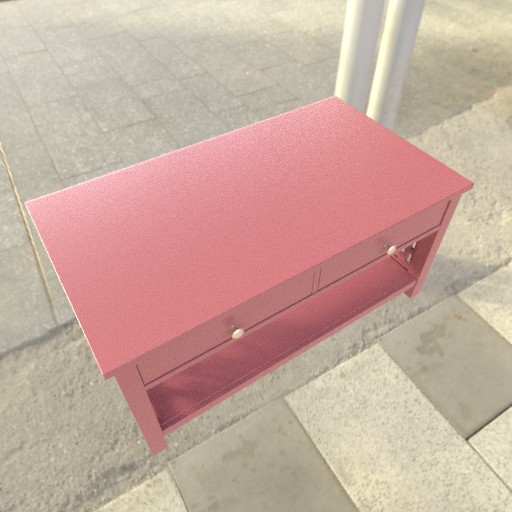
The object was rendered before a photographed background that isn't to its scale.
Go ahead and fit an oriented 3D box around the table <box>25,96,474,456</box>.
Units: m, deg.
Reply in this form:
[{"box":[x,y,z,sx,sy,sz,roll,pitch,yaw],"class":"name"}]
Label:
[{"box":[0.000,0.000,1.380,1.068,0.493,0.612,-25,52,-22],"class":"table"}]
